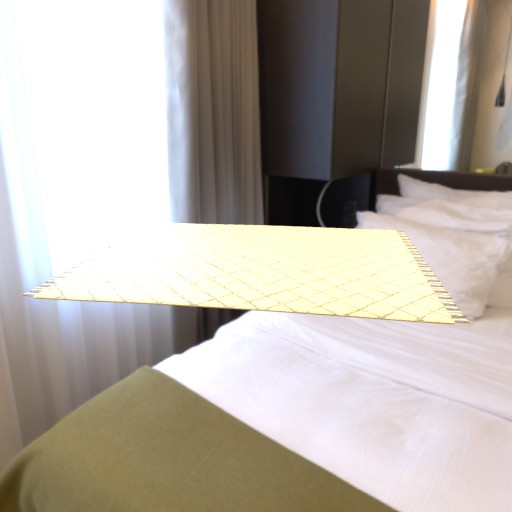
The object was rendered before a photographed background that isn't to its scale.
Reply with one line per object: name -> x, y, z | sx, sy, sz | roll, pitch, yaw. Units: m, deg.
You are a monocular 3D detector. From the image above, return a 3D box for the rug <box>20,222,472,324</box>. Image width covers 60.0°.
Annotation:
rug -> 0.000, 0.000, 4.802 | 3.585, 0.036, 2.892 | 3, 17, 8
